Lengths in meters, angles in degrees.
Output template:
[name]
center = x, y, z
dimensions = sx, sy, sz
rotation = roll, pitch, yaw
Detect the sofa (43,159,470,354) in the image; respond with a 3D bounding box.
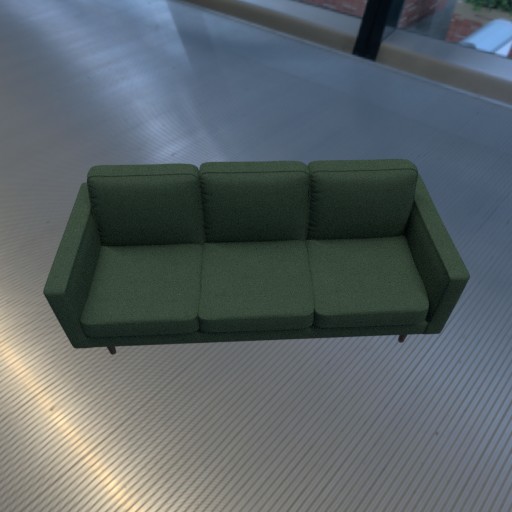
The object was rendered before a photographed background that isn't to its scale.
[sofa]
center = 0.000, 0.000, 2.522
dimensions = 2.029, 0.899, 0.879
rotation = -2, 47, -2
